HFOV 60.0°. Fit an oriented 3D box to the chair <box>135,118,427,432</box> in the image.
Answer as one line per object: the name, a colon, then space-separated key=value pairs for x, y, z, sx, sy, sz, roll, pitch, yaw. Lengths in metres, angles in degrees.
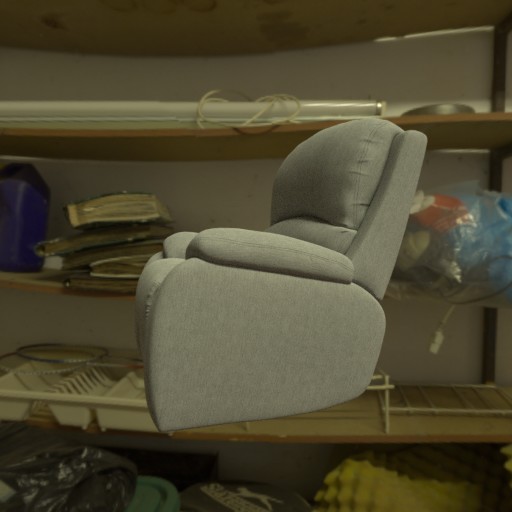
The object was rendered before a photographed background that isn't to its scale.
chair: x=0.000 y=0.000 z=1.711 sx=0.899 sy=1.011 sz=0.930 roll=-1 pitch=2 yaw=-17
